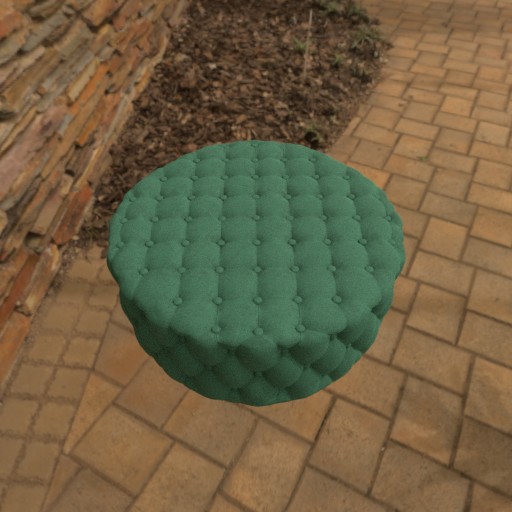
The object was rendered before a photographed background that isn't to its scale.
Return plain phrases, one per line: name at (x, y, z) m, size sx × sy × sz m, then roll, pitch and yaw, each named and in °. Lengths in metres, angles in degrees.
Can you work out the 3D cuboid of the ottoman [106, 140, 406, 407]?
ottoman at (0.000, 0.000, 1.604) m, size 0.998 × 0.399 × 0.998 m, roll 0°, pitch 46°, yaw 0°
